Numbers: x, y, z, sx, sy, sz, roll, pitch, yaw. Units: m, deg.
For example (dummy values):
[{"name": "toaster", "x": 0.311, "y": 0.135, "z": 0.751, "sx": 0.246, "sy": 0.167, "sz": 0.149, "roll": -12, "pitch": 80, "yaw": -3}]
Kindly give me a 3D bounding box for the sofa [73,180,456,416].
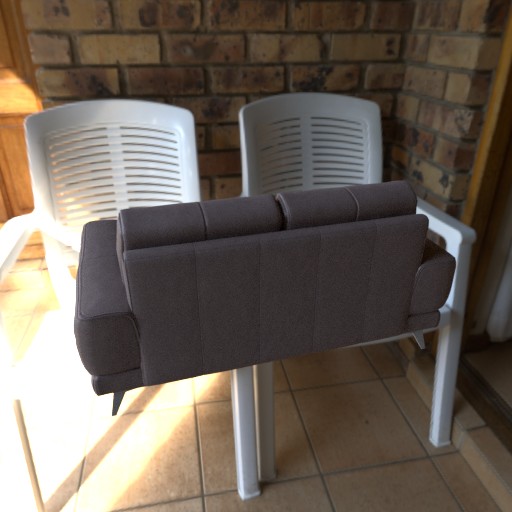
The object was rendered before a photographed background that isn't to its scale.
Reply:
[{"name": "sofa", "x": 0.000, "y": 0.000, "z": 2.382, "sx": 1.806, "sy": 0.907, "sz": 1.018, "roll": -8, "pitch": 29, "yaw": -15}]
